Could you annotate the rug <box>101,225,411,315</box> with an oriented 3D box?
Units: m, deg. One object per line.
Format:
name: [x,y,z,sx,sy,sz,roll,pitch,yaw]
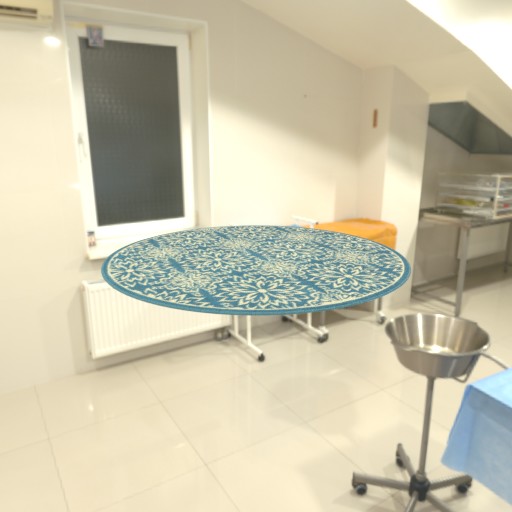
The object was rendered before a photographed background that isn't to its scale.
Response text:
rug: [0.000,0.000,2.402,1.593,0.012,1.593,0,16,0]
